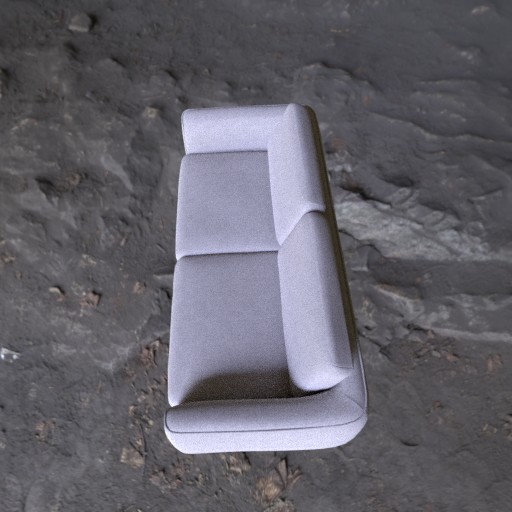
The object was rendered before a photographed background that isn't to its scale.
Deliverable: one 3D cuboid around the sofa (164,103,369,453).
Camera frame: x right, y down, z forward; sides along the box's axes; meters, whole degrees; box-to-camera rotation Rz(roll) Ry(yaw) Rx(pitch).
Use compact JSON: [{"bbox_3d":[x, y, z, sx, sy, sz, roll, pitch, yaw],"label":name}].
[{"bbox_3d":[0.000,0.000,2.472,0.920,0.850,2.000,-2,57,-2],"label":"sofa"}]
